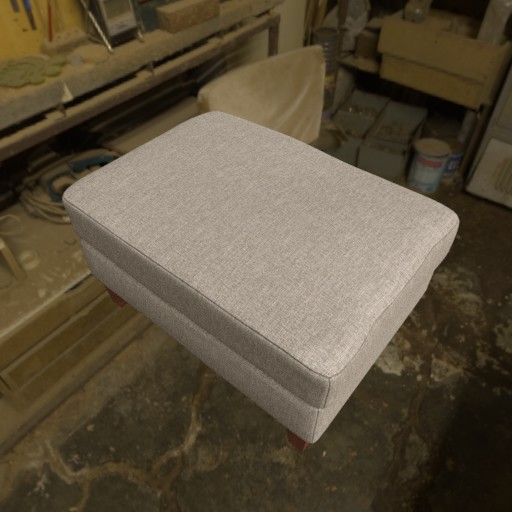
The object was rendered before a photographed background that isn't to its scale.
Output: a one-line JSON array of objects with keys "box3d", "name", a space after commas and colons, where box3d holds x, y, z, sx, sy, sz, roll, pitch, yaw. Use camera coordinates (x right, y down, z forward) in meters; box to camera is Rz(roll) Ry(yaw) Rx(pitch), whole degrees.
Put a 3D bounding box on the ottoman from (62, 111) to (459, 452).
[{"box3d": [0.000, 0.000, 1.276, 0.873, 0.494, 0.639, 31, 53, 26], "name": "ottoman"}]
